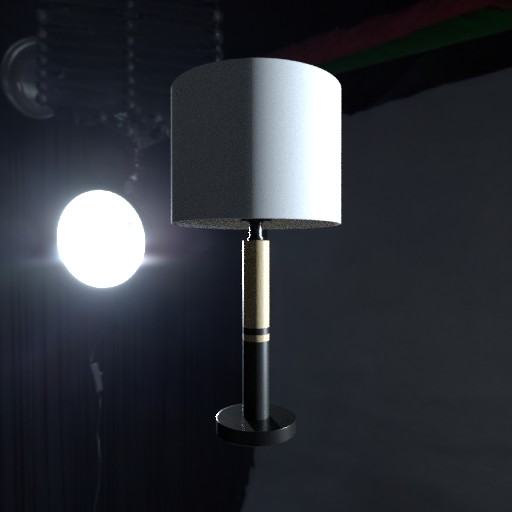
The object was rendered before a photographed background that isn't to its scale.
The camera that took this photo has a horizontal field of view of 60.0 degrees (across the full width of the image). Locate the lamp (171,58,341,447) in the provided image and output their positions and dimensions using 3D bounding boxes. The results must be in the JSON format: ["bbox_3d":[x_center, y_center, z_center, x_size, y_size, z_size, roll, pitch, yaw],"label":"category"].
[{"bbox_3d":[0.000,0.000,0.812,0.305,0.640,0.305,0,0,36],"label":"lamp"}]
